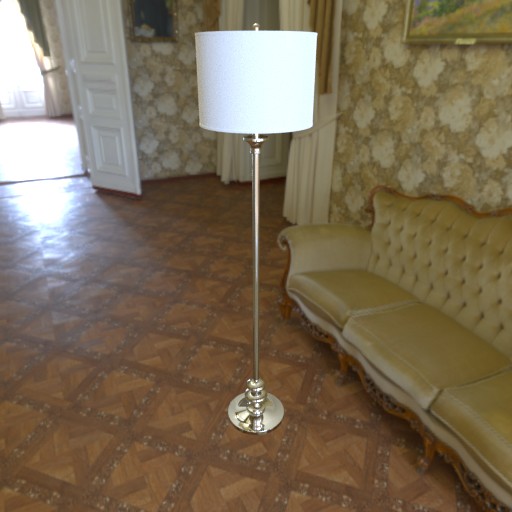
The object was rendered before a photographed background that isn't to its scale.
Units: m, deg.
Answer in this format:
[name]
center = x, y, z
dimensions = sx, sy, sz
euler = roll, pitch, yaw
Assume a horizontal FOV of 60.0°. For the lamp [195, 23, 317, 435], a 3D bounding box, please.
[lamp]
center = 0.000, 0.000, 1.597
dimensions = 0.356, 1.487, 0.356
euler = 7, 26, 16
